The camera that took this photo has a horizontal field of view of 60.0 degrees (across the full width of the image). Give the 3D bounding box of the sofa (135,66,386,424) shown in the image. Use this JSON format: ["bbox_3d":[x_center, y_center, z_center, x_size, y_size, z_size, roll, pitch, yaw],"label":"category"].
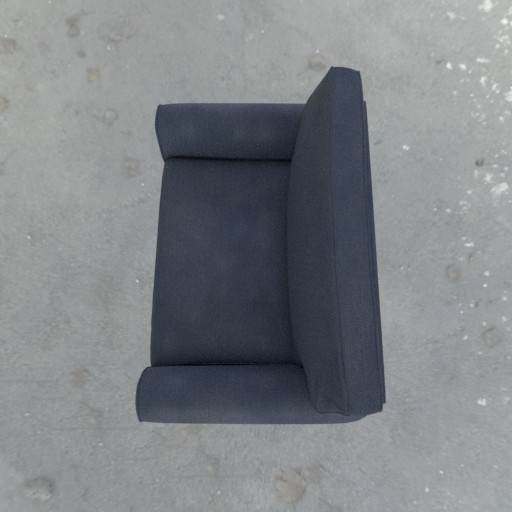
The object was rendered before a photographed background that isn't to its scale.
[{"bbox_3d":[0.000,0.000,1.999,0.938,1.004,1.405,0,75,0],"label":"sofa"}]
